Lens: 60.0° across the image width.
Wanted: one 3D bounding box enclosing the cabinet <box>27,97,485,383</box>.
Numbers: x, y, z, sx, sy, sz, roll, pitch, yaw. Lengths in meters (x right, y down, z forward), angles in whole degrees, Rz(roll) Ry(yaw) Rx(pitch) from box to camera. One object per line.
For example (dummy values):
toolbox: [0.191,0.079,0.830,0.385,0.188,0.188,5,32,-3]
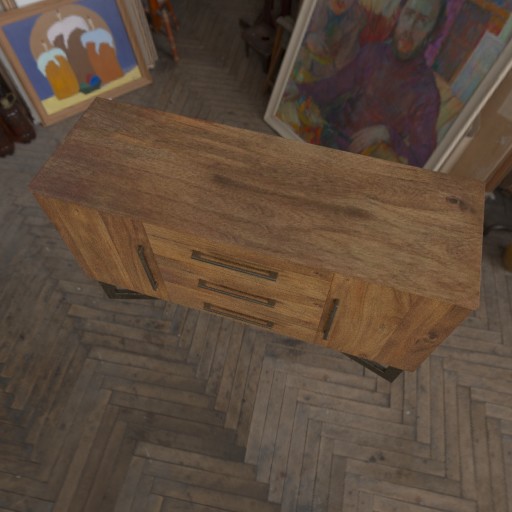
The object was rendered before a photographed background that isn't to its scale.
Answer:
cabinet: [0.000,0.000,1.736,1.373,0.812,0.480,15,59,9]
